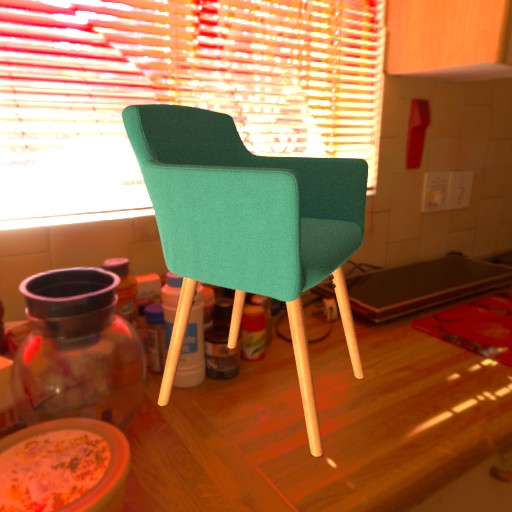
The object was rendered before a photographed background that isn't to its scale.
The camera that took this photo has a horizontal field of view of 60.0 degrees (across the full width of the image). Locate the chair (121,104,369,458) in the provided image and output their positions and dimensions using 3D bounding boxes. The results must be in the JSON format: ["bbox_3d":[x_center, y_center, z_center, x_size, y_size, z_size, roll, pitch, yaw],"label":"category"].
[{"bbox_3d":[0.000,0.000,1.184,0.540,0.780,0.570,7,17,26],"label":"chair"}]
